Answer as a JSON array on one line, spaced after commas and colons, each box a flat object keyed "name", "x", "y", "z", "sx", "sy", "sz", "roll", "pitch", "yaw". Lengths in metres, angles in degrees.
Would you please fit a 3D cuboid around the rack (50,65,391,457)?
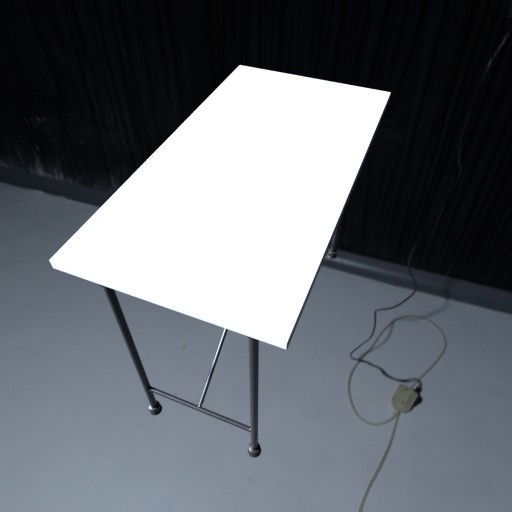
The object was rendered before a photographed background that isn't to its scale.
[{"name": "rack", "x": 0.000, "y": 0.000, "z": 1.683, "sx": 0.613, "sy": 0.880, "sz": 1.159, "roll": 17, "pitch": 49, "yaw": 15}]
